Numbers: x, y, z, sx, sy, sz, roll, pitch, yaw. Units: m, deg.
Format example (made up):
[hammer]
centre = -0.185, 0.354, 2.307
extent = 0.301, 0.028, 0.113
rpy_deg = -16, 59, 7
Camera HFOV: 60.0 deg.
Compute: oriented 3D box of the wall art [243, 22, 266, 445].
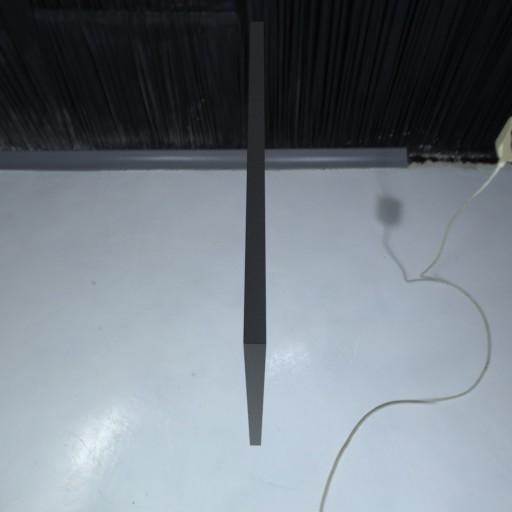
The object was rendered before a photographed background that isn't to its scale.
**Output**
[wall art]
centre = 0.000, 0.000, 1.130
extent = 0.031, 0.775, 0.773
rpy_deg = 0, 58, 0
